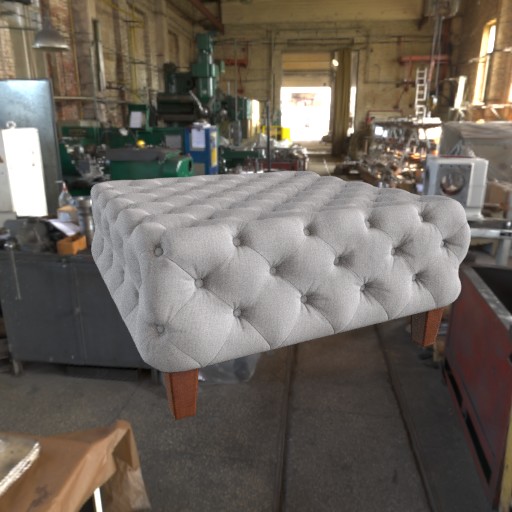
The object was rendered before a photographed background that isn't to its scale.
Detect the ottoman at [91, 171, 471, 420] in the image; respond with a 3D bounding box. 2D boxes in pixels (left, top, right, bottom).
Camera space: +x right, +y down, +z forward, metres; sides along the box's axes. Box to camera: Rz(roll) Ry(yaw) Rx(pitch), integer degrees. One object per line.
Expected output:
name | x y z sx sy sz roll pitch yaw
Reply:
ottoman | 0.000 0.000 1.174 0.758 0.365 0.764 -8 19 -25
